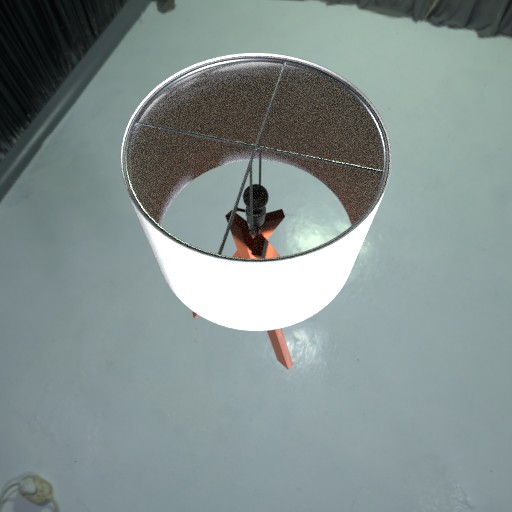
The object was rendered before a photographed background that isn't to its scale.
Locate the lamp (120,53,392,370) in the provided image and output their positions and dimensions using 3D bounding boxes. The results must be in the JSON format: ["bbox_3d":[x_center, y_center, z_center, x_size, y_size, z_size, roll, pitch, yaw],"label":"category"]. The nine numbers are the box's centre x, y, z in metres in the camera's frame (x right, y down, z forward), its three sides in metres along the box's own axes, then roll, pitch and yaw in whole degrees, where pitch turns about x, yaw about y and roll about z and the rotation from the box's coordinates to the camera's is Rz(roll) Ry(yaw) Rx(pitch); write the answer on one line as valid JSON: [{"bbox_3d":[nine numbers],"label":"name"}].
[{"bbox_3d":[0.000,0.000,0.929,0.380,0.686,0.380,13,63,7],"label":"lamp"}]
